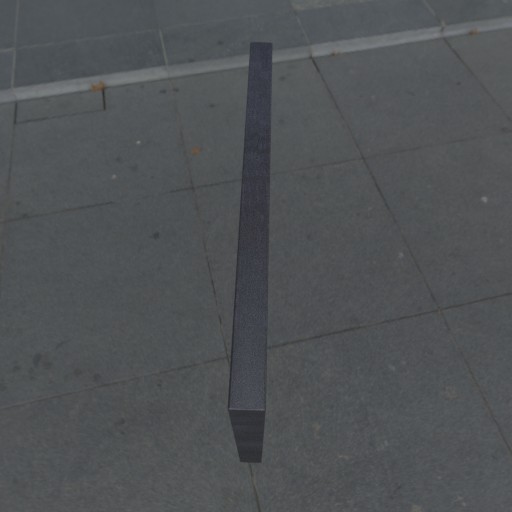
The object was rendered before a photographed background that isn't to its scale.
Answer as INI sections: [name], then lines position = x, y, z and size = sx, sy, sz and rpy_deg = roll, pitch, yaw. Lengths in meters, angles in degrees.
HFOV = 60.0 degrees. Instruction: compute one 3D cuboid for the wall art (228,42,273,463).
[wall art]
position = 0.000, 0.000, 0.772
size = 0.038, 0.409, 0.610
rpy_deg = 1, 58, 1
